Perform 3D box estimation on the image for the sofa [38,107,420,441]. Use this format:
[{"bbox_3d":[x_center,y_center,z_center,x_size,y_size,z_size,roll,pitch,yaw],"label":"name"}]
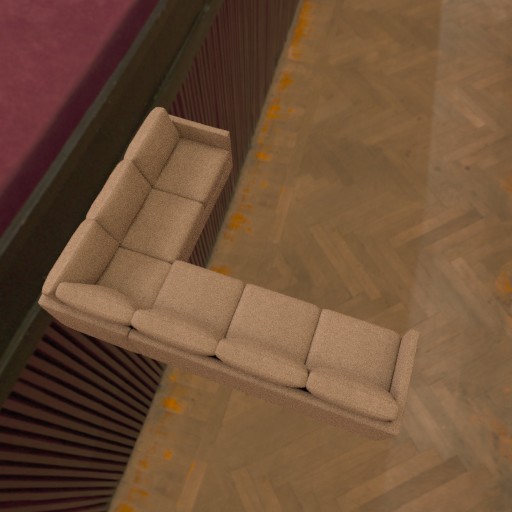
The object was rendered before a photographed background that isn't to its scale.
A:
[{"bbox_3d":[0.000,0.000,4.469,3.333,0.934,2.522,18,64,9],"label":"sofa"}]
